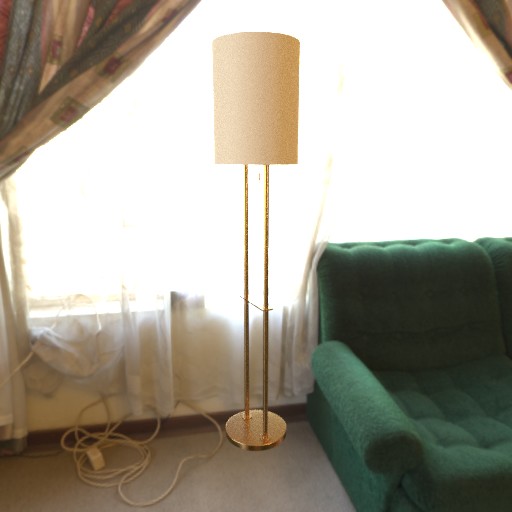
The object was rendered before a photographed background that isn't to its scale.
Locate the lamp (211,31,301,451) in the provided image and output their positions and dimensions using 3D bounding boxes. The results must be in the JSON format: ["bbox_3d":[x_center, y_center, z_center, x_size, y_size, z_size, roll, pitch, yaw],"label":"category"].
[{"bbox_3d":[0.000,0.000,1.687,0.305,1.500,0.306,-6,14,-27],"label":"lamp"}]
